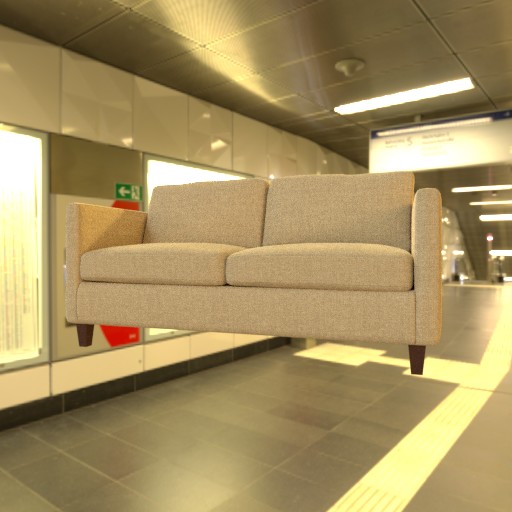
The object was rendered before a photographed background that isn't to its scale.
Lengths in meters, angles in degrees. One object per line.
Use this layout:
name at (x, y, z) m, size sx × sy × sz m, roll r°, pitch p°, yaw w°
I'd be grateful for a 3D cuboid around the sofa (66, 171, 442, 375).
sofa at (0.000, 0.000, 2.494) m, size 1.884 × 0.963 × 0.950 m, roll 0°, pitch 1°, yaw 19°
